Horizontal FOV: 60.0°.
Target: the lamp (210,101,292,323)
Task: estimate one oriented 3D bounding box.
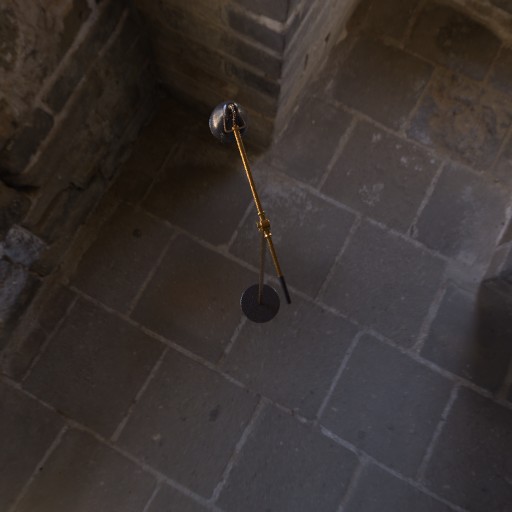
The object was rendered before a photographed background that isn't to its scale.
[{"bbox_3d":[0.000,0.000,1.902,0.235,1.628,0.618,-18,76,-5],"label":"lamp"}]
